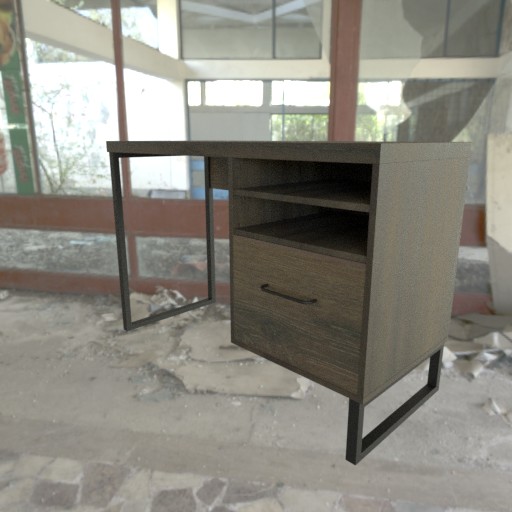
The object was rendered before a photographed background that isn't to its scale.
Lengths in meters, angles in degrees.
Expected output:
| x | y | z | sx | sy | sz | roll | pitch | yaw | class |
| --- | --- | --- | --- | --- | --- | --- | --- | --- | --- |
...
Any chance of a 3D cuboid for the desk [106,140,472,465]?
| x | y | z | sx | sy | sz | roll | pitch | yaw | class |
| --- | --- | --- | --- | --- | --- | --- | --- | --- | --- |
| 0.000 | 0.000 | 1.502 | 0.511 | 0.752 | 1.134 | -14 | 21 | -43 | desk |
